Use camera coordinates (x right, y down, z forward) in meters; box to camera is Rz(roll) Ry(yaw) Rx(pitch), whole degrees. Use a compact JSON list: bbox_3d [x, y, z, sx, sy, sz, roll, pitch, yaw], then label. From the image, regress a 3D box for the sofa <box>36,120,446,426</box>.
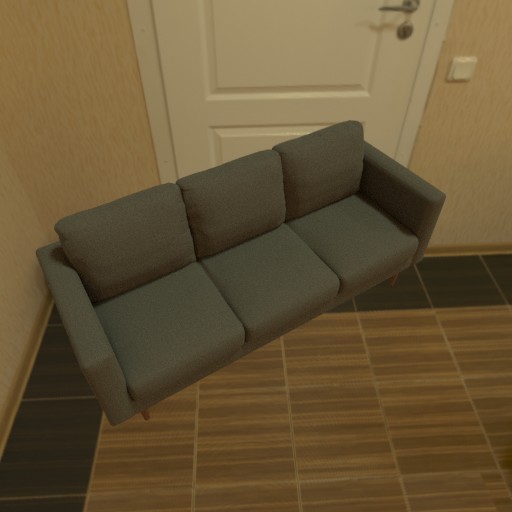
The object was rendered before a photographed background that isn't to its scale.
[{"bbox_3d":[0.000,0.000,2.444,2.029,0.912,0.802,-24,50,-22],"label":"sofa"}]
